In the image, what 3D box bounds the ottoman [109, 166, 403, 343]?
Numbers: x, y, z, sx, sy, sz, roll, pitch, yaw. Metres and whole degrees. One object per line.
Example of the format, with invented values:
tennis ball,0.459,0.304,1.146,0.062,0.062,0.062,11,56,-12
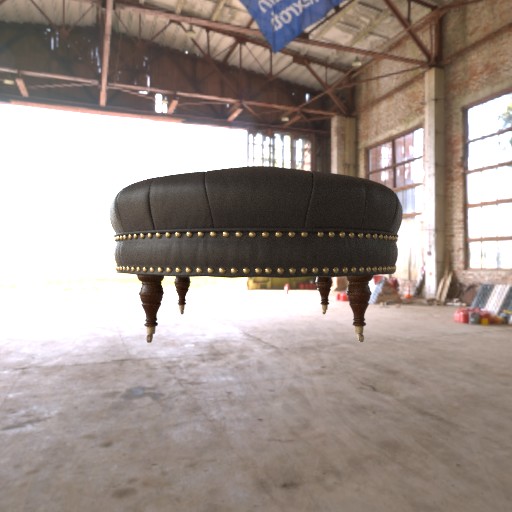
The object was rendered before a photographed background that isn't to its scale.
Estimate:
ottoman,0.000,0.000,1.403,0.901,0.439,0.901,0,0,0
